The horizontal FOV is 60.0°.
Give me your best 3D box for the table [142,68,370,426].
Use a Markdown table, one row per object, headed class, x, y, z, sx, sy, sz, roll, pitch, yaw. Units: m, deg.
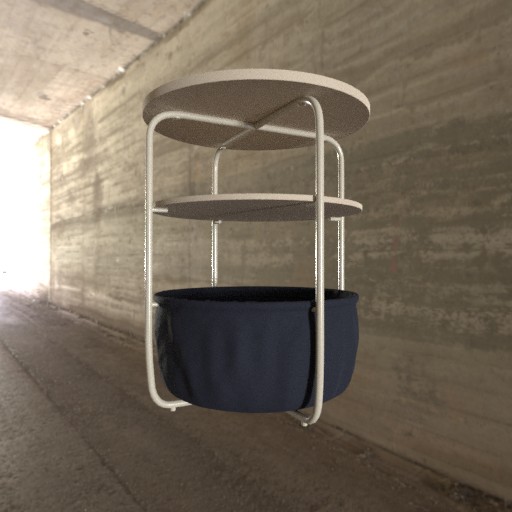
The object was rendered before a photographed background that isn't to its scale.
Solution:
| class | x | y | z | sx | sy | sz | roll | pitch | yaw |
| --- | --- | --- | --- | --- | --- | --- | --- | --- | --- |
| table | 0.000 | 0.000 | 0.839 | 0.418 | 0.532 | 0.418 | 0 | 0 | 17 |
